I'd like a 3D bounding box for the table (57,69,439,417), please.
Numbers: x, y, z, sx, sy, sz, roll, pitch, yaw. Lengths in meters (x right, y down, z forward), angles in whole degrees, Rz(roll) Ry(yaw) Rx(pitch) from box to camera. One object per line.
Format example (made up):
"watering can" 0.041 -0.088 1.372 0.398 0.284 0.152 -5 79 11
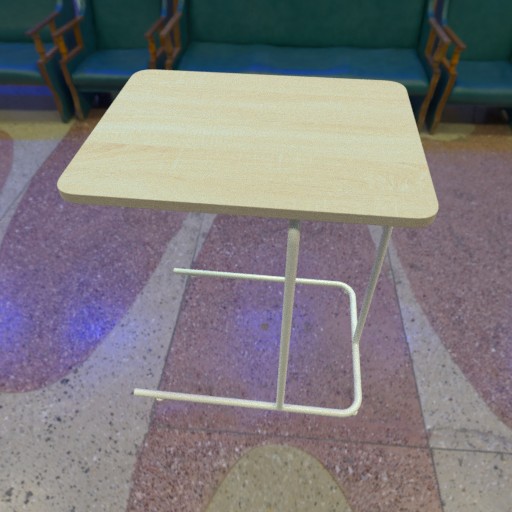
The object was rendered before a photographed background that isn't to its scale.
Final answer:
"table" 0.000 0.000 0.860 0.480 0.550 0.370 5 46 4
